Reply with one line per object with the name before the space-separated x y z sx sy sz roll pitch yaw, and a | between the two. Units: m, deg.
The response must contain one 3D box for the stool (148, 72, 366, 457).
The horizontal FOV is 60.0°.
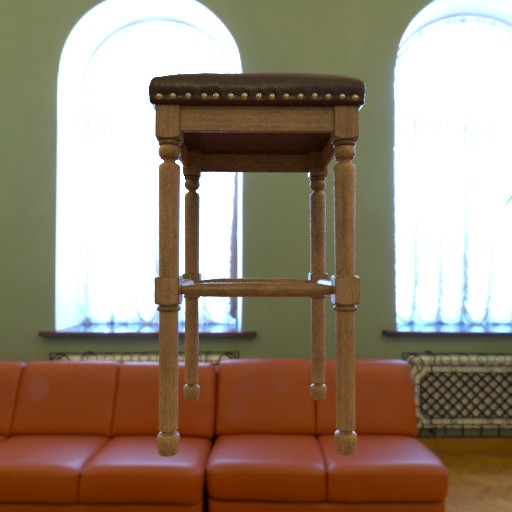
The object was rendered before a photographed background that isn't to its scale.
stool | 0.000 0.000 0.950 0.382 0.702 0.383 0 -1 -1
